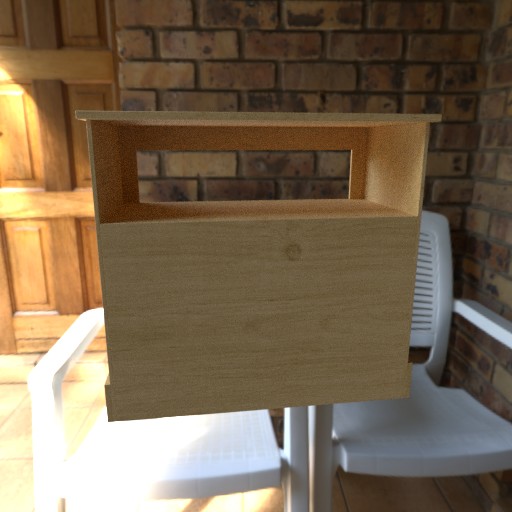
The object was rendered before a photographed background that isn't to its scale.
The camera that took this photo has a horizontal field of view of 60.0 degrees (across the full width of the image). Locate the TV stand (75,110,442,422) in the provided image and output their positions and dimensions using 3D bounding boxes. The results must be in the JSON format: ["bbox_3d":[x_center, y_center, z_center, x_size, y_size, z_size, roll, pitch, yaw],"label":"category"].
[{"bbox_3d":[0.000,0.000,1.320,0.851,0.787,0.430,-2,14,-8],"label":"TV stand"}]
